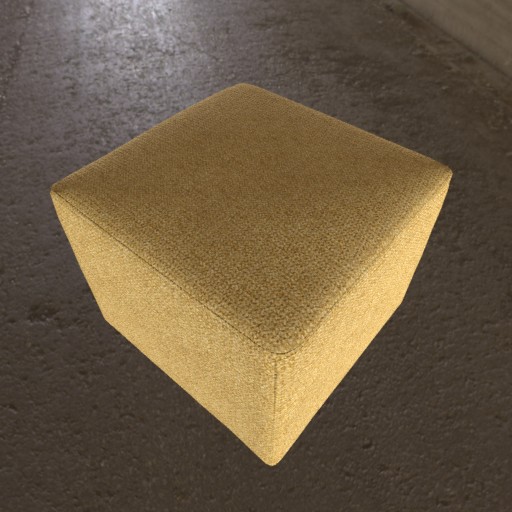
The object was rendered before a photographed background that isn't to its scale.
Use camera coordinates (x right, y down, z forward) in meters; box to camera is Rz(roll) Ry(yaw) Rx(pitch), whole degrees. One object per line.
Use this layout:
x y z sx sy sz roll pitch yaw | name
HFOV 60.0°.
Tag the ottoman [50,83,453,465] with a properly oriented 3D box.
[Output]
0.000 0.000 0.898 0.512 0.441 0.505 32 56 26 | ottoman
